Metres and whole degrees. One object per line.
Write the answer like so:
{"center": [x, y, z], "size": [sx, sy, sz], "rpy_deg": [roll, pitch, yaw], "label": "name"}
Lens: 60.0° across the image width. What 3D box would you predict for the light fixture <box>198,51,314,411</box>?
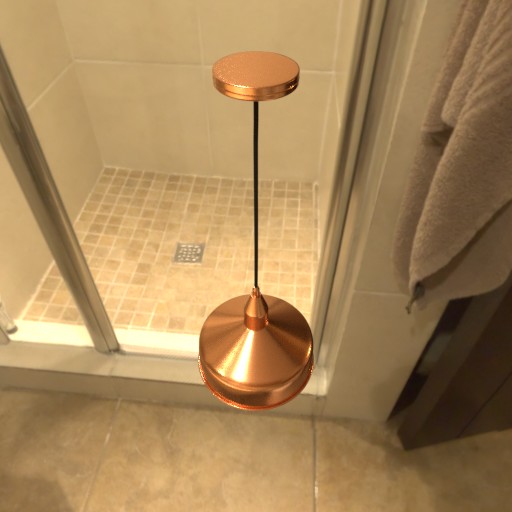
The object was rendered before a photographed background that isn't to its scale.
{"center": [0.000, 0.000, 0.891], "size": [0.301, 0.754, 0.301], "rpy_deg": [-24, 50, -21], "label": "light fixture"}
